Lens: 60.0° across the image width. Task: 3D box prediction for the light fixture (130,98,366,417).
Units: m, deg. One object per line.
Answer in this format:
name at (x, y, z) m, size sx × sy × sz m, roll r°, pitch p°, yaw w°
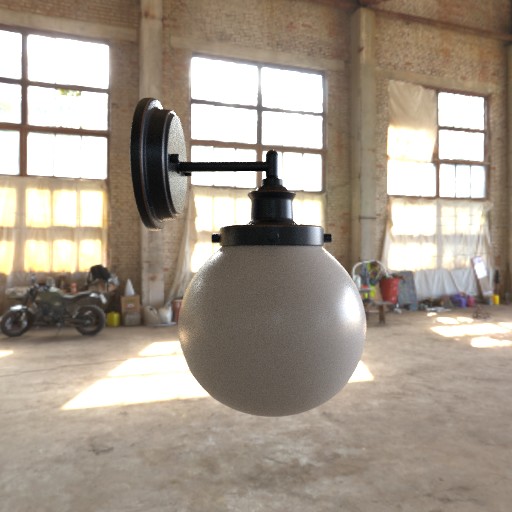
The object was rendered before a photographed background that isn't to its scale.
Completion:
light fixture at (0.000, 0.000, 0.475) m, size 0.230 × 0.332 × 0.197 m, roll 0°, pitch 0°, yaw 1°
